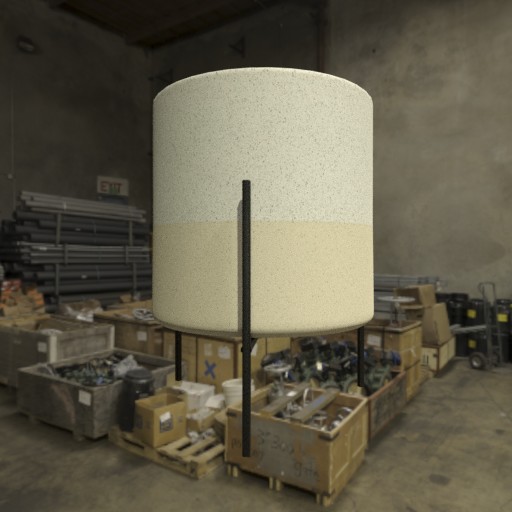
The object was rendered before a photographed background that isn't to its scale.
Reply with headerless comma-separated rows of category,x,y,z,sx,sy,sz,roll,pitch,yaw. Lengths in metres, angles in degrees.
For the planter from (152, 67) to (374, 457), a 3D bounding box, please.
planter,0.000,0.000,0.650,0.335,0.423,0.313,0,1,36
